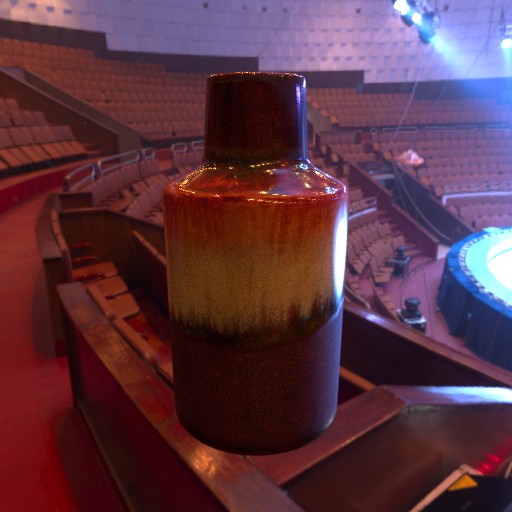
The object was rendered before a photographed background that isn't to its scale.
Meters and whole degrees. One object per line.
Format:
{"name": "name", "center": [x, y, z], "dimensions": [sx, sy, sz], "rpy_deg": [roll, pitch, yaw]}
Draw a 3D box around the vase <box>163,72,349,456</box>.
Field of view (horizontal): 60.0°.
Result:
{"name": "vase", "center": [0.000, 0.000, 0.271], "dimensions": [0.108, 0.204, 0.108], "rpy_deg": [0, 17, 0]}
